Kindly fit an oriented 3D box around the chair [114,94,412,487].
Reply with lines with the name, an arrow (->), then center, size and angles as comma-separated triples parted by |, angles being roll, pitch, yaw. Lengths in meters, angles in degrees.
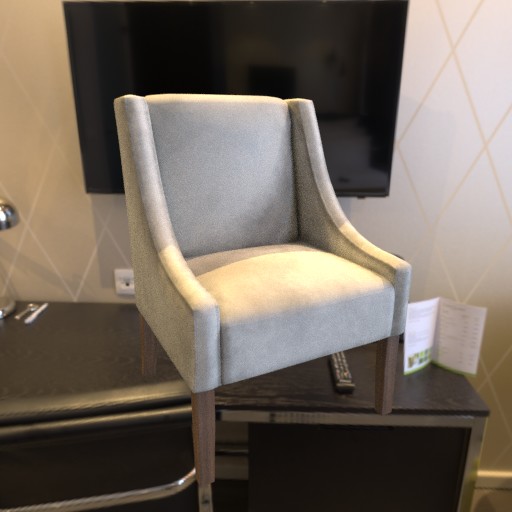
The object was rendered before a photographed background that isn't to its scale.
chair -> 0.000, 0.000, 1.283 | 0.629, 0.895, 0.629 | -9, 19, -26
